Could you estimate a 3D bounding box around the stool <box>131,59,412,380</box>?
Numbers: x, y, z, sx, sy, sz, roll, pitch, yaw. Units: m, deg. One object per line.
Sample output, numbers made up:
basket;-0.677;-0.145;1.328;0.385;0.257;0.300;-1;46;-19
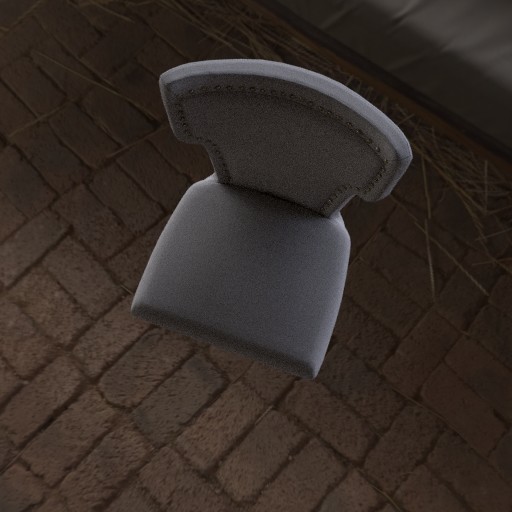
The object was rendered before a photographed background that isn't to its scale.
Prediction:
stool;0.000;0.000;1.285;0.527;0.982;0.563;19;76;5
